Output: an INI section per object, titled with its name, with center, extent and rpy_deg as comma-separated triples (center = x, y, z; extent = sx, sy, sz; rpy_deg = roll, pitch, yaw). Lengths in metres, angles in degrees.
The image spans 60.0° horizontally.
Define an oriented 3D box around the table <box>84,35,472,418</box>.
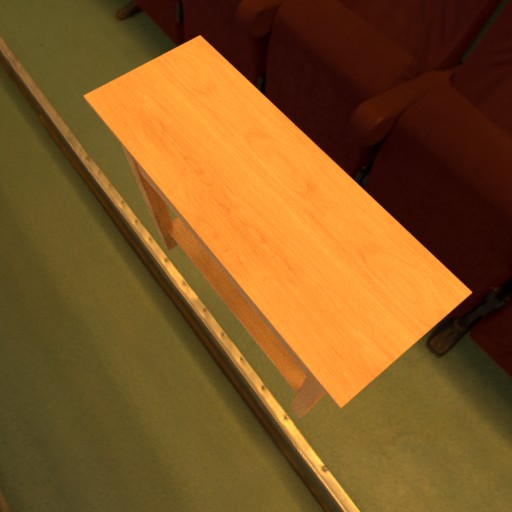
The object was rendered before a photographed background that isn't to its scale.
[table]
center = 0.000, 0.000, 1.275
extent = 0.340, 0.728, 0.900
rpy_deg = -35, 69, -15
